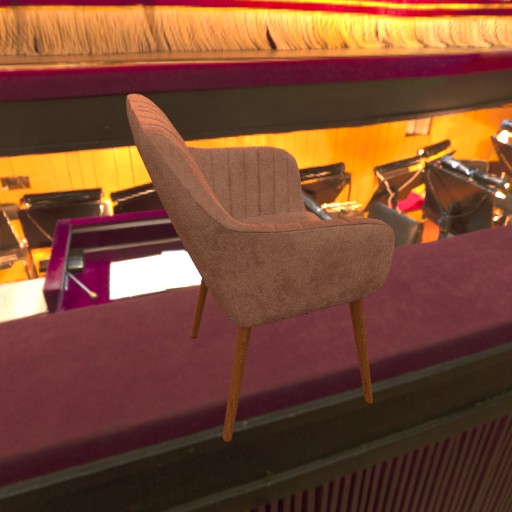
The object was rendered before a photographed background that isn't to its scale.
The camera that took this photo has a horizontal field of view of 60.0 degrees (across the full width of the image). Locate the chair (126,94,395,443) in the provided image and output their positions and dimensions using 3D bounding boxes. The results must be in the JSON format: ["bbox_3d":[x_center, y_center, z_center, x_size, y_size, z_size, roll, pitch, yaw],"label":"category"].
[{"bbox_3d":[0.000,0.000,1.216,0.570,0.832,0.610,-9,31,-16],"label":"chair"}]
